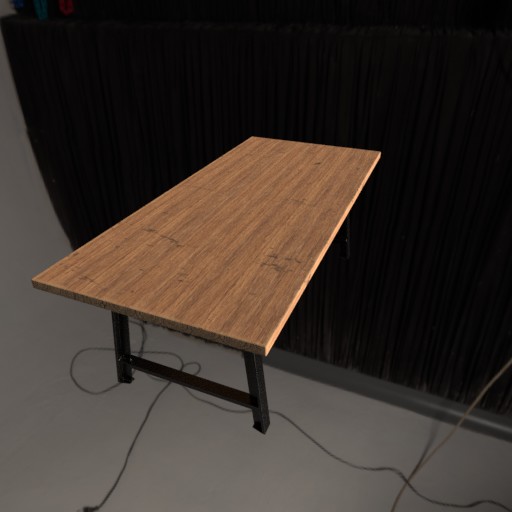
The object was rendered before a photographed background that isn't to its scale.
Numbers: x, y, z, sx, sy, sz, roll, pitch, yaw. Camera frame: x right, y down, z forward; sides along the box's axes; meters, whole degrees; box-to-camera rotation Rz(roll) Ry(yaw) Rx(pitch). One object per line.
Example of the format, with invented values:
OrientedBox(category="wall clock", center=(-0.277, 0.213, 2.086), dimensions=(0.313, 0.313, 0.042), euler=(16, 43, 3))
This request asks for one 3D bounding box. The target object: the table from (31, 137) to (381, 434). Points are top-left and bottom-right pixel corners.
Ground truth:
OrientedBox(category="table", center=(0.000, 0.000, 2.641), dimensions=(1.000, 0.757, 2.200), euler=(12, 33, 20))
